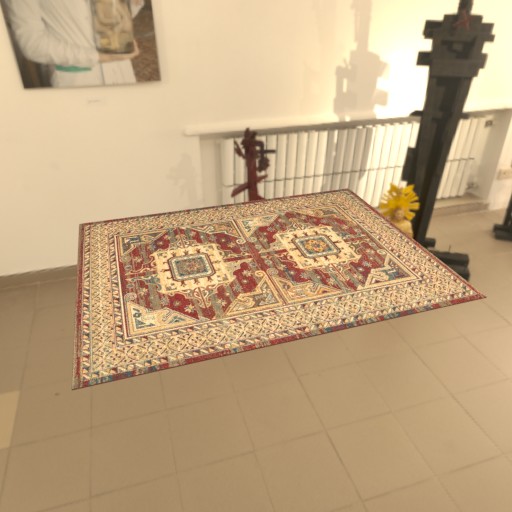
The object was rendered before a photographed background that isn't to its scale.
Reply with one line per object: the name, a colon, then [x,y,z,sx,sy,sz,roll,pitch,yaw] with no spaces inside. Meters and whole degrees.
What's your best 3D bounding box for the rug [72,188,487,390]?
rug: [0.000,0.000,4.174,3.197,0.013,2.381,-9,33,-15]
